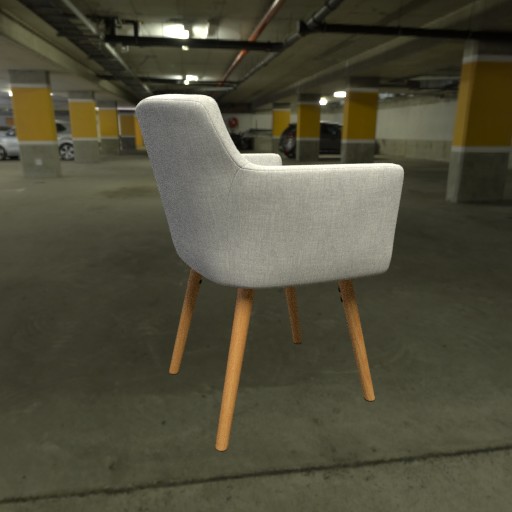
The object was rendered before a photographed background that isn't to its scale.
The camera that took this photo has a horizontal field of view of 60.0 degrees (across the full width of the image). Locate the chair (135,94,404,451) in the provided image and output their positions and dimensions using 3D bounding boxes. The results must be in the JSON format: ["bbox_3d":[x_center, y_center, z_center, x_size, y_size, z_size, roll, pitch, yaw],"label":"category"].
[{"bbox_3d":[0.000,0.000,1.167,0.540,0.780,0.570,-8,17,-26],"label":"chair"}]
